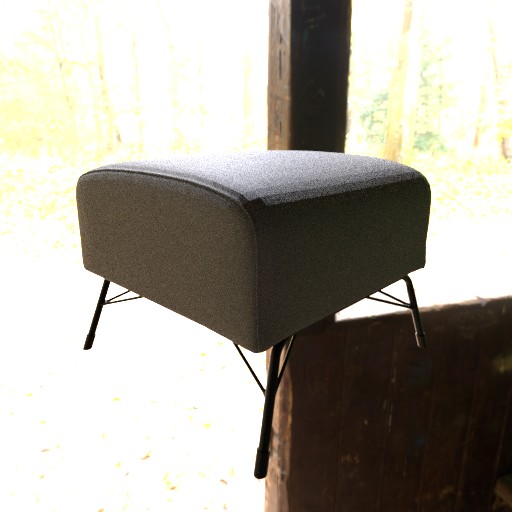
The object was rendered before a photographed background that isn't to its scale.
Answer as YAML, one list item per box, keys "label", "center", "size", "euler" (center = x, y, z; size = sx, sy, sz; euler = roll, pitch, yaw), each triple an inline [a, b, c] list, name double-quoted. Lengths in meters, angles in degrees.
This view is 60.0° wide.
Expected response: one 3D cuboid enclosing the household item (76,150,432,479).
- label: "household item"
  center: [0.000, 0.000, 0.897]
  size: [0.530, 0.410, 0.530]
  euler: [15, 23, 42]
